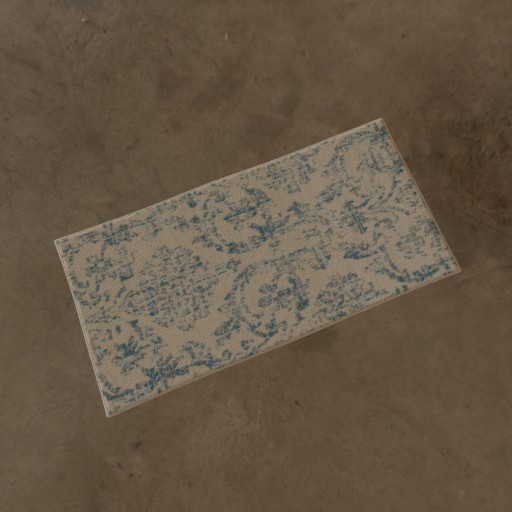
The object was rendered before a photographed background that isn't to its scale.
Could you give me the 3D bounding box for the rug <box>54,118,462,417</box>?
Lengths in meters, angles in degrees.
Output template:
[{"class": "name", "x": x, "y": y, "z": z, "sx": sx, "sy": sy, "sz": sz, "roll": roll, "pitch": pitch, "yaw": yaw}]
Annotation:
[{"class": "rug", "x": 0.000, "y": 0.000, "z": 1.469, "sx": 1.220, "sy": 0.007, "sz": 0.605, "roll": -21, "pitch": 78, "yaw": -5}]
